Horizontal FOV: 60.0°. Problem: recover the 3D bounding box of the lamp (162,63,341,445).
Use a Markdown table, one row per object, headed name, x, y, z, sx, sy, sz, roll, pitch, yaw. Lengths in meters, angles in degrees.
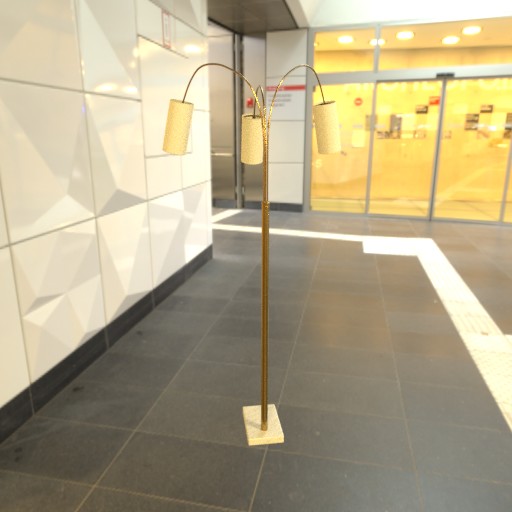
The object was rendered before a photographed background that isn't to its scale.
| name | x | y | z | sx | sy | sz | roll | pitch | yaw |
| --- | --- | --- | --- | --- | --- | --- | --- | --- | --- |
| lamp | 0.000 | 0.000 | 2.582 | 1.020 | 2.055 | 0.667 | -2 | 15 | -7 |
